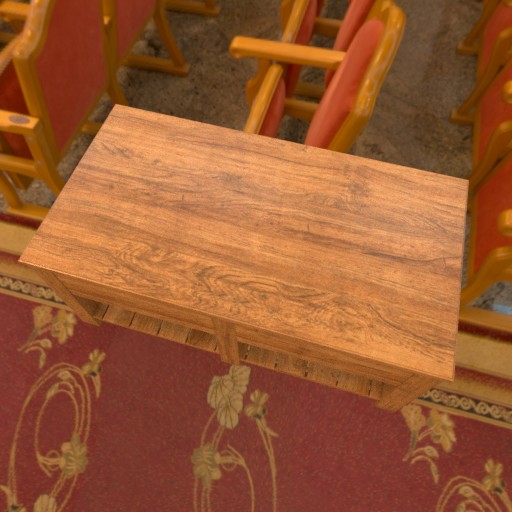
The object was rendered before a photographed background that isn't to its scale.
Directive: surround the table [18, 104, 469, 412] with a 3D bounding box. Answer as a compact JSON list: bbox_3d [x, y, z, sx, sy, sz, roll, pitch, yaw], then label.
[{"bbox_3d":[0.000,0.000,1.469,1.150,0.480,0.635,14,62,8],"label":"table"}]
